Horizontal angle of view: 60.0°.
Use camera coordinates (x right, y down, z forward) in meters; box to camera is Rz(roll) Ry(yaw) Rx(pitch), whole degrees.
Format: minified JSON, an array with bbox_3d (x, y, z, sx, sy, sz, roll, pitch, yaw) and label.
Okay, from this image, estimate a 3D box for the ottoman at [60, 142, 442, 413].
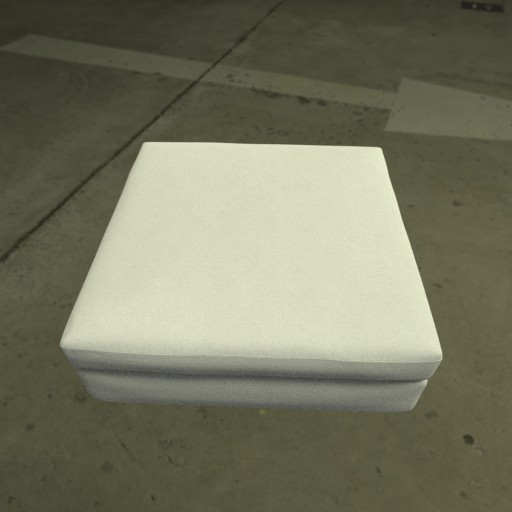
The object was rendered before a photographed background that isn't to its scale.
[{"bbox_3d":[0.000,0.000,1.803,1.167,0.482,1.163,2,45,2],"label":"ottoman"}]
